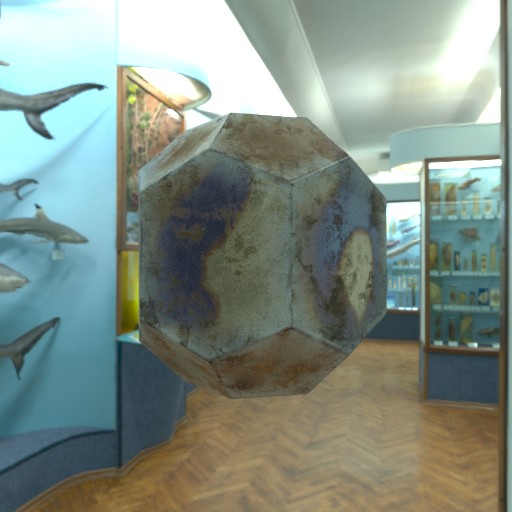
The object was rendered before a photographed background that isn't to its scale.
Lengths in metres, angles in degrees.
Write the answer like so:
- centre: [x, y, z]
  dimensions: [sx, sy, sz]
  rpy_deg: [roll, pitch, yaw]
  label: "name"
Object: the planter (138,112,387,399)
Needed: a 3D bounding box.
- centre: [0.000, 0.000, 0.430]
  dimensions: [0.243, 0.238, 0.221]
  rpy_deg: [0, 0, 18]
  label: "planter"
